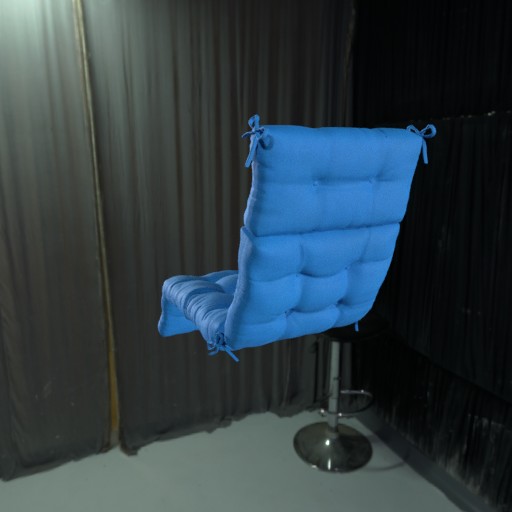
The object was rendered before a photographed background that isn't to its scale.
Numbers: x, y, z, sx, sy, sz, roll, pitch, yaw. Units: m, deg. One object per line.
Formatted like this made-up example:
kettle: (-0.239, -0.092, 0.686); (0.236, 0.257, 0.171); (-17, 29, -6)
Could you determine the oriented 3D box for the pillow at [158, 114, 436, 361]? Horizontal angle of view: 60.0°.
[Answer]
pillow: (0.000, 0.000, 1.530); (0.526, 0.863, 1.016); (-7, 15, -26)
